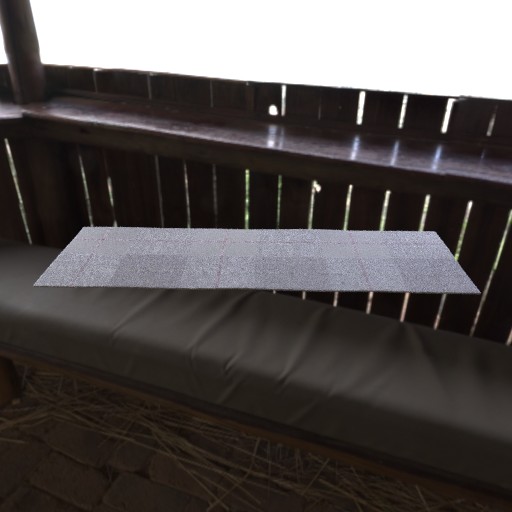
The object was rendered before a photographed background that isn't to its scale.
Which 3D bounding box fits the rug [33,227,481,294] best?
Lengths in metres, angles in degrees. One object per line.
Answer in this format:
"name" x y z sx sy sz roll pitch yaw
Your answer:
"rug" 0.000 0.000 2.745 2.439 0.013 0.762 1 29 1
